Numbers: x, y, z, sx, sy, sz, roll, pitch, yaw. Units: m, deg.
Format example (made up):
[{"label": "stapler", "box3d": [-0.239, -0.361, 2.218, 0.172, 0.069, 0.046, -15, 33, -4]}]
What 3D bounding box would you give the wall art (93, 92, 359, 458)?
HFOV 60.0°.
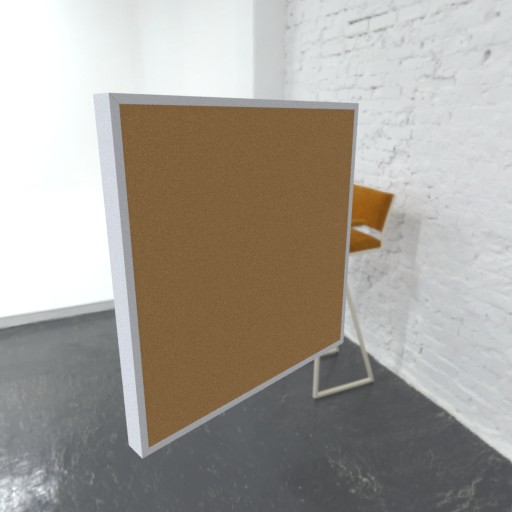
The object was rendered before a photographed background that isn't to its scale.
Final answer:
[{"label": "wall art", "box3d": [0.000, 0.000, 0.764, 0.509, 0.509, 0.040, -16, 23, -42]}]
